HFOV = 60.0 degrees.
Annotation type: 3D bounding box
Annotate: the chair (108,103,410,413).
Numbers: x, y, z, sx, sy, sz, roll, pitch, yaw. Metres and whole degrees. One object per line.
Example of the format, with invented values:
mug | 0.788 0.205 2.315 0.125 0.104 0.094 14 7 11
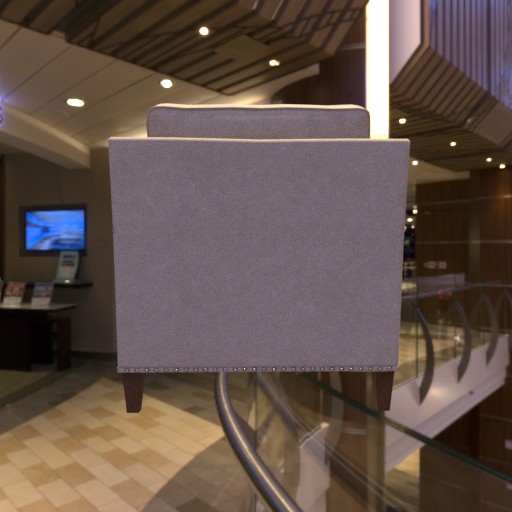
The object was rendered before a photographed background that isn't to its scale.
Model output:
chair | 0.000 0.000 1.733 0.853 0.943 1.014 0 0 -1
